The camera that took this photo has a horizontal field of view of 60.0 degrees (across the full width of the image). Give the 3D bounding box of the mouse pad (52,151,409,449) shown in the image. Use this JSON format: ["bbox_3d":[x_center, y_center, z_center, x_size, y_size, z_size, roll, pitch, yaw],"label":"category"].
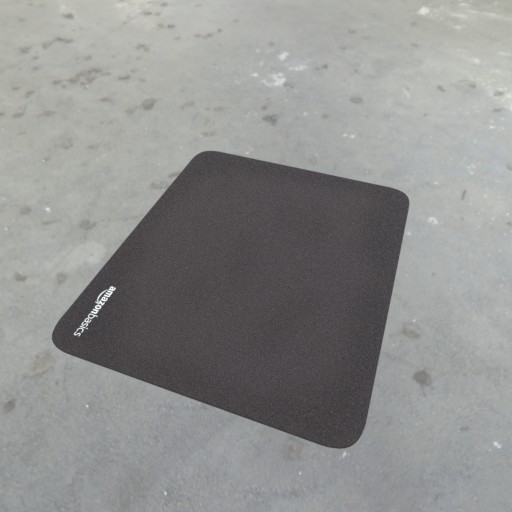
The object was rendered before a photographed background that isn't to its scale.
[{"bbox_3d":[0.000,0.000,0.347,0.211,0.002,0.249,15,48,14],"label":"mouse pad"}]
